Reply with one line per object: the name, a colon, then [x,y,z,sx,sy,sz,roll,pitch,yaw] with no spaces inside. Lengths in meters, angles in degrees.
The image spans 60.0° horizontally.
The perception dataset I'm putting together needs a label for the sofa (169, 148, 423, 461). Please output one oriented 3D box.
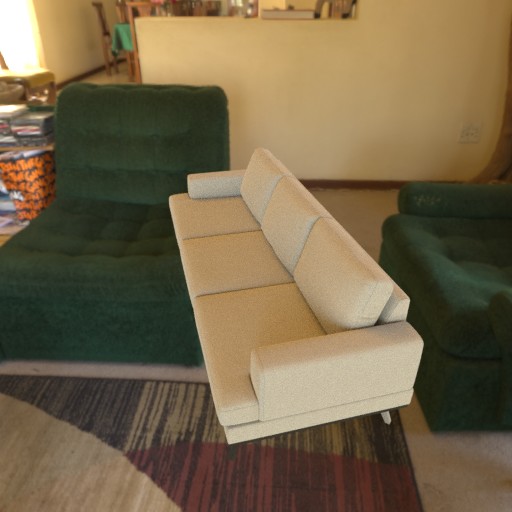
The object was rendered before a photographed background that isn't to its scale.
sofa: [0.000,0.000,2.841,0.920,0.810,2.310,-8,31,-13]
